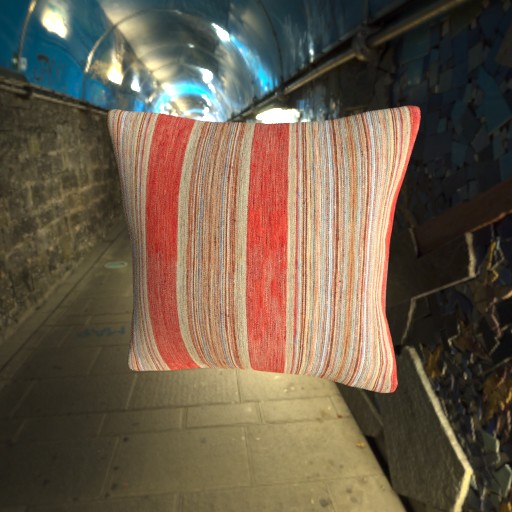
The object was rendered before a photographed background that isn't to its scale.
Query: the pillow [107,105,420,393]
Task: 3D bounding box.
[{"bbox_3d":[0.000,0.000,0.657,0.437,0.419,0.136,2,15,9],"label":"pillow"}]
